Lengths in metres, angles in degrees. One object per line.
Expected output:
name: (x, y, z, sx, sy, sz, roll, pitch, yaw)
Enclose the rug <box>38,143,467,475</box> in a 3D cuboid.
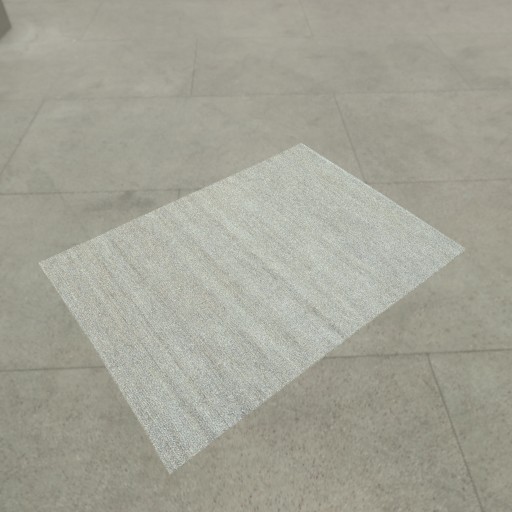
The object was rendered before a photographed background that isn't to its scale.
rug: (0.000, 0.000, 2.865, 2.264, 0.030, 1.624, -30, 53, -25)
